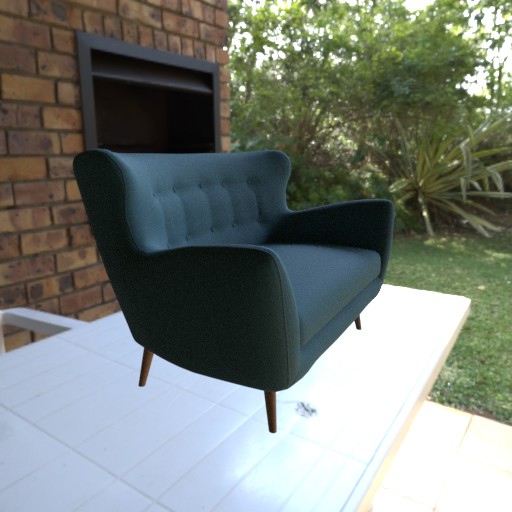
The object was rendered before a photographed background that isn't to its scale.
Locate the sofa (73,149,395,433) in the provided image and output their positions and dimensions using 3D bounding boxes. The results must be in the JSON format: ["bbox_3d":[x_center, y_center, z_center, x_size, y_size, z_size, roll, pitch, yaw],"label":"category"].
[{"bbox_3d":[0.000,0.000,1.904,0.889,0.889,1.397,7,15,28],"label":"sofa"}]
